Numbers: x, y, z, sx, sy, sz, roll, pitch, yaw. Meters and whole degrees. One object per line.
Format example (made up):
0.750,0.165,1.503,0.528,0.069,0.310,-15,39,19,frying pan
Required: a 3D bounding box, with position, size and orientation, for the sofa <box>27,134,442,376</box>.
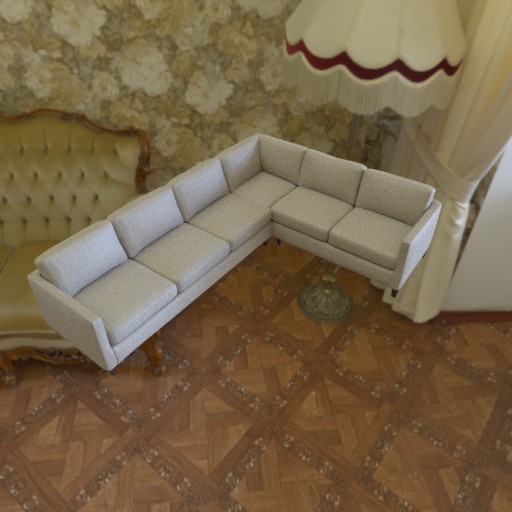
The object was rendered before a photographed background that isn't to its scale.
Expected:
0.000,0.000,4.381,2.522,0.934,3.333,25,46,27,sofa
